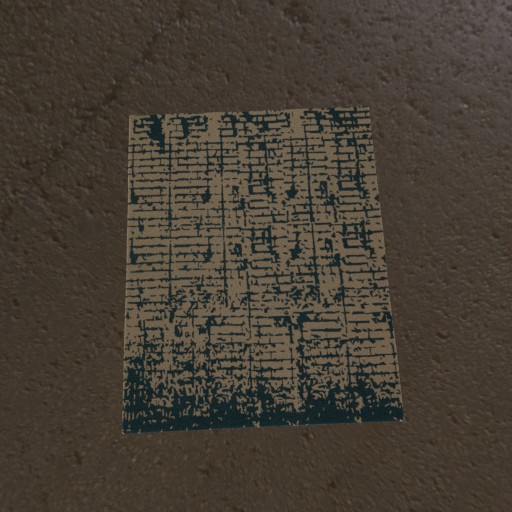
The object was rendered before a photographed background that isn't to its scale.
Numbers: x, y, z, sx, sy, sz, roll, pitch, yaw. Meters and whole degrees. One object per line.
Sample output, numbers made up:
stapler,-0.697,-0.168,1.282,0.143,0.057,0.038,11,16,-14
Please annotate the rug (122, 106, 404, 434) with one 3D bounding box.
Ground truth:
rug,0.000,0.000,4.136,2.416,0.014,3.017,-2,77,-1
